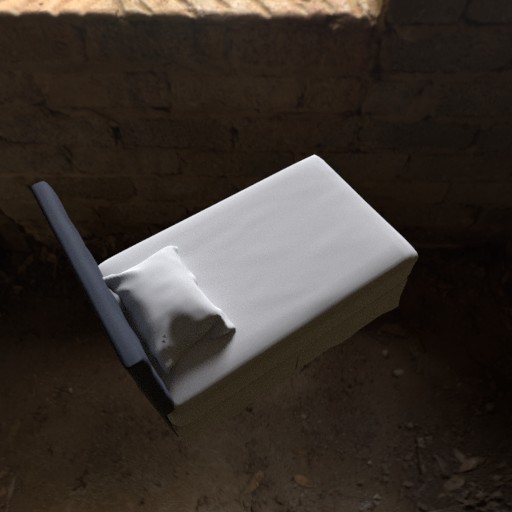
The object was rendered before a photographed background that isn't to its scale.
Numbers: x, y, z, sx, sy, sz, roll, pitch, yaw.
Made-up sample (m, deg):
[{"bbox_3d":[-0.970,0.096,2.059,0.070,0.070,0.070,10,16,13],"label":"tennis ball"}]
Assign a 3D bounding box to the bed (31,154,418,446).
[{"bbox_3d":[0.000,0.000,2.910,1.997,1.571,1.261,-30,62,-17],"label":"bed"}]
